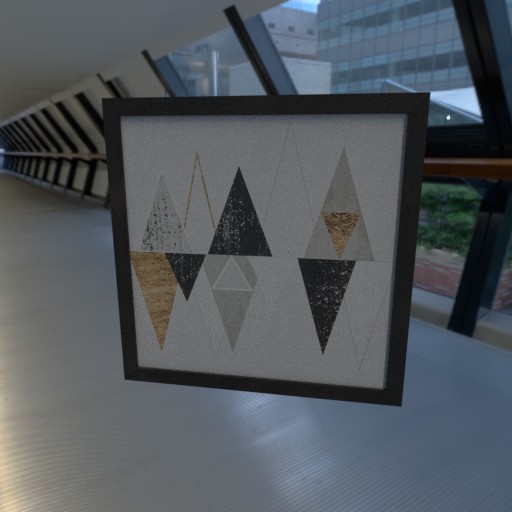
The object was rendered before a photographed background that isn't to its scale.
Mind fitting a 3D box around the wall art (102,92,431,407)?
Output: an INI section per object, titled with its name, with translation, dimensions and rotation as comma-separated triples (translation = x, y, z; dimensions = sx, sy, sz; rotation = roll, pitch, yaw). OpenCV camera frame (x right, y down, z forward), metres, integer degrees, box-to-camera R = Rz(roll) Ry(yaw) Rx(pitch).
[wall art]
translation = 0.000, 0.000, 1.205
dimensions = 0.823, 0.823, 0.013
rotation = 3, 15, 10
